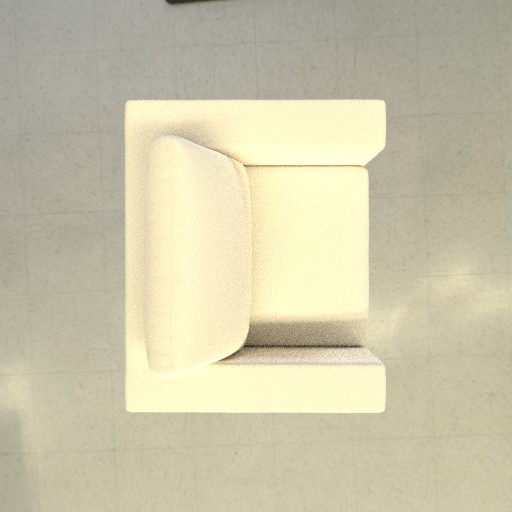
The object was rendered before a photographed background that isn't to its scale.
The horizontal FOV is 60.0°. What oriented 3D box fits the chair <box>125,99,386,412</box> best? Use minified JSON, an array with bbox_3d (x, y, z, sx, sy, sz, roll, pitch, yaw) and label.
[{"bbox_3d":[0.000,0.000,1.776,0.957,0.878,1.150,0,90,0],"label":"chair"}]
